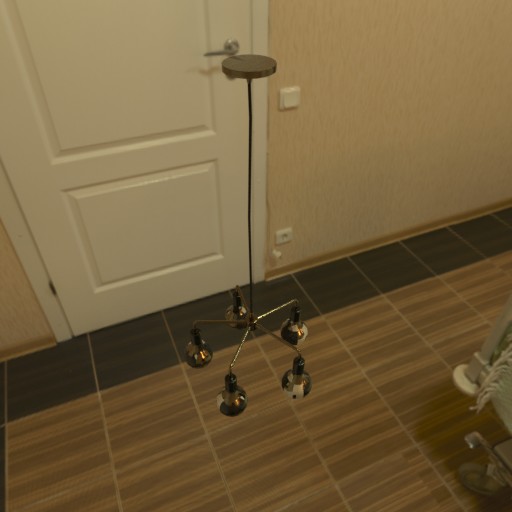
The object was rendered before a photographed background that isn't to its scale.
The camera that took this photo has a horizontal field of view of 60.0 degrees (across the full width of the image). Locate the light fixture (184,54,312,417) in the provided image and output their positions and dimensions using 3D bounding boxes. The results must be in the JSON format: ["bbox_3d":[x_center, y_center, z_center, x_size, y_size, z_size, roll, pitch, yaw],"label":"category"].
[{"bbox_3d":[0.000,0.000,1.191,0.421,0.988,0.438,26,47,28],"label":"light fixture"}]
